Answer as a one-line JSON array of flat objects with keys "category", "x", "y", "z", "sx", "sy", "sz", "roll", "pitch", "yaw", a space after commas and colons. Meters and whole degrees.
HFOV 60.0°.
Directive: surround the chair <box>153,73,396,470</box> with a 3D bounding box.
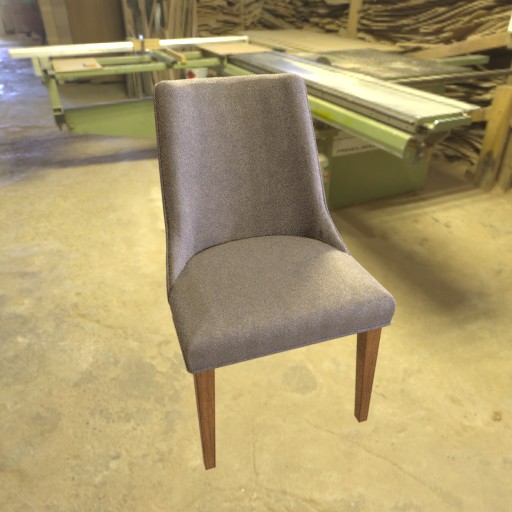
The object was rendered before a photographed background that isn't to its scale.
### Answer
[{"category": "chair", "x": 0.000, "y": 0.000, "z": 1.292, "sx": 0.548, "sy": 0.916, "sz": 0.636, "roll": -10, "pitch": 33, "yaw": -16}]
